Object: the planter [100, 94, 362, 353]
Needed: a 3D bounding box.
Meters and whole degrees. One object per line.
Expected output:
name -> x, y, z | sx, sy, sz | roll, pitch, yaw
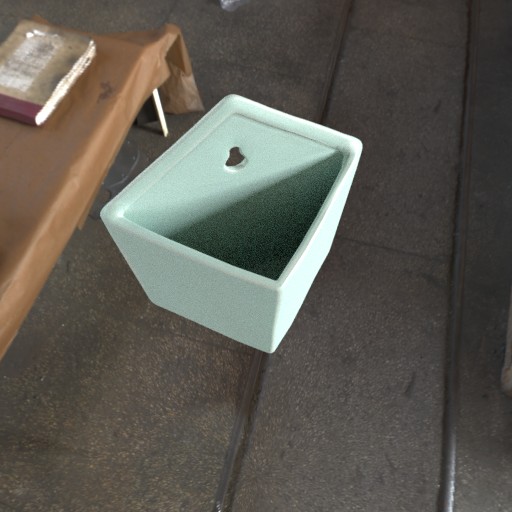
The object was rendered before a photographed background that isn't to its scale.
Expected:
planter -> 0.000, 0.000, 0.280 | 0.164, 0.197, 0.079 | -17, 65, -8
